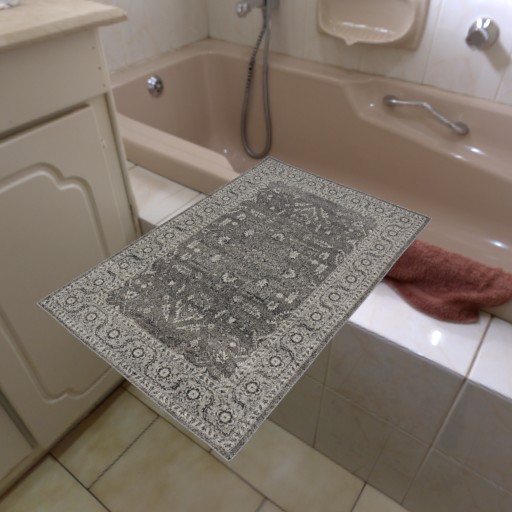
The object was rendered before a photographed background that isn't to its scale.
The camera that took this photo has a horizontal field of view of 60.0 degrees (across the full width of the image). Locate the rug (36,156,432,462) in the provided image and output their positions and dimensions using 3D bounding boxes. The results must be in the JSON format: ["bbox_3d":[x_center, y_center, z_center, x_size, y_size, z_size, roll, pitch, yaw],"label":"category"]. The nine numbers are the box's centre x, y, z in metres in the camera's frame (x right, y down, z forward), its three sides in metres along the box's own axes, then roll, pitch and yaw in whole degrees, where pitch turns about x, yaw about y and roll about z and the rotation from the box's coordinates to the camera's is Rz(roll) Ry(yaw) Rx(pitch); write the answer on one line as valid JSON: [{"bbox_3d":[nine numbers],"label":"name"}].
[{"bbox_3d":[0.000,0.000,2.343,1.209,0.019,1.828,27,48,28],"label":"rug"}]
